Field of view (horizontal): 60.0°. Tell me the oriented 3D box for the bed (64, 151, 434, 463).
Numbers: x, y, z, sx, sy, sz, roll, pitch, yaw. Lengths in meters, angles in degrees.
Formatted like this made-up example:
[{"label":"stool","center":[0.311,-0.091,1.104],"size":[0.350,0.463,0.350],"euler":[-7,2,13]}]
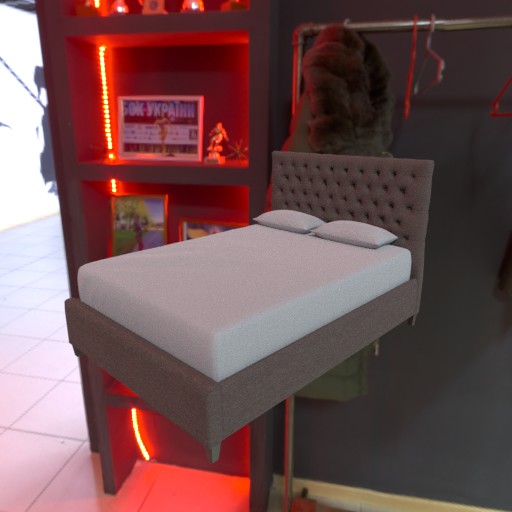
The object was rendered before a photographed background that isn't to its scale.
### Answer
[{"label":"bed","center":[0.000,0.000,3.453],"size":[1.698,1.427,2.387],"euler":[16,23,42]}]
